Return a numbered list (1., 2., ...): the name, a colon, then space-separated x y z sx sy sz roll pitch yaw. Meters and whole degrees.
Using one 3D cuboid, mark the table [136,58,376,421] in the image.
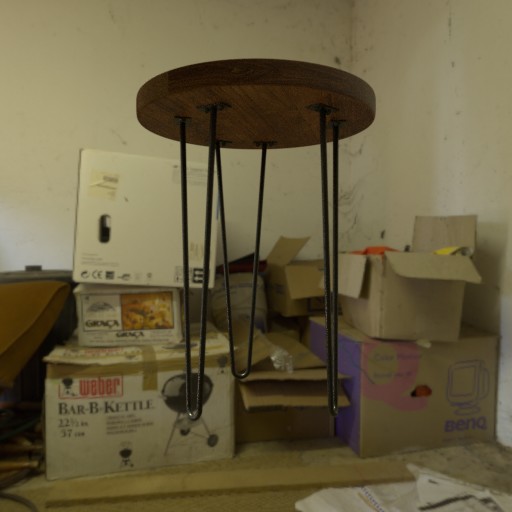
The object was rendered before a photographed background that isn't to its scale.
1. table: 0.000 0.000 0.773 0.400 0.520 0.400 0 2 0
